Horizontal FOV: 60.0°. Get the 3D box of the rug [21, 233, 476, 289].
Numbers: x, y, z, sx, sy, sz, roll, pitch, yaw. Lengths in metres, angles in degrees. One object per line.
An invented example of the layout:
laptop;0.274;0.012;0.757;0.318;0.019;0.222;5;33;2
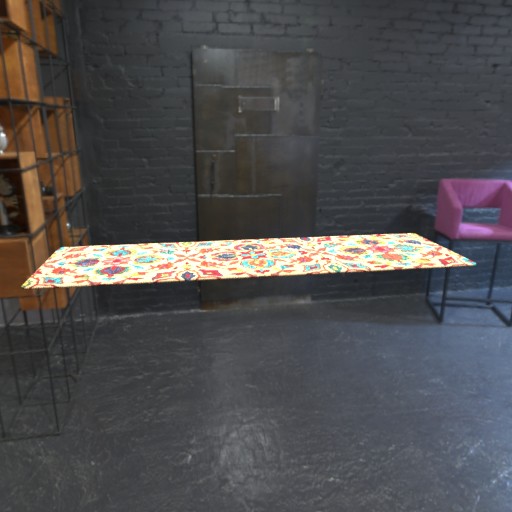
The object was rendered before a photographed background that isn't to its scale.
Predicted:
rug;0.000;0.000;2.497;2.273;0.016;0.693;-3;17;-9
